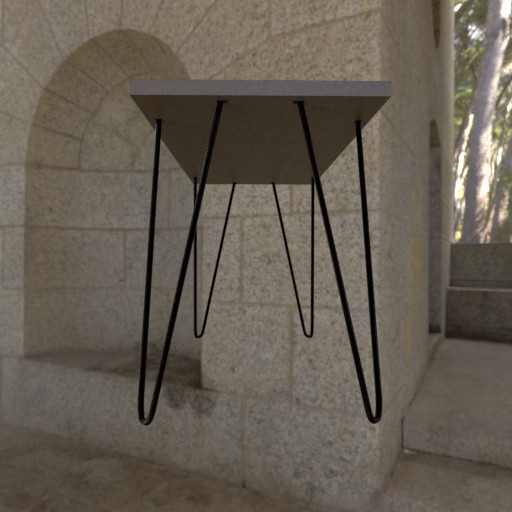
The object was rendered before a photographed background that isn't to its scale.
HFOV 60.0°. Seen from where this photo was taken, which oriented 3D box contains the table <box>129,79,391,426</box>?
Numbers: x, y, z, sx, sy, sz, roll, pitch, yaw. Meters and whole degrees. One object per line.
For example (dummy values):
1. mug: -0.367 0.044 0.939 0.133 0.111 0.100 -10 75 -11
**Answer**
1. table: 0.000 0.000 1.336 0.499 0.660 0.991 0 -1 -1
